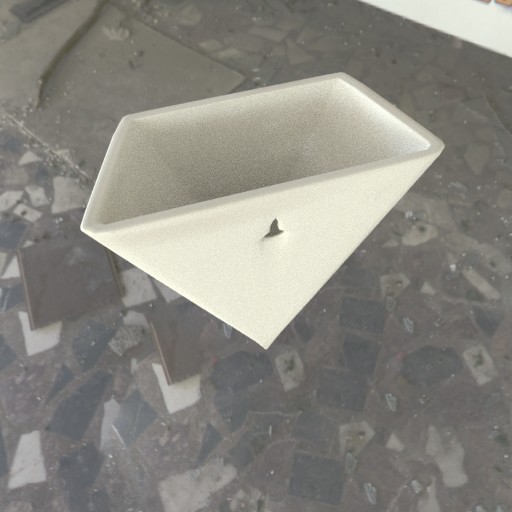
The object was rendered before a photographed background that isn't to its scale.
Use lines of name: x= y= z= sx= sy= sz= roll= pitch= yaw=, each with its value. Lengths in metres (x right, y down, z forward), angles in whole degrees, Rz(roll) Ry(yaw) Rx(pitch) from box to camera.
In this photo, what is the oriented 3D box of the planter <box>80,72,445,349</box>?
planter: x=0.000 y=0.000 z=0.271 sx=0.150 sy=0.197 sz=0.060 roll=-14 pitch=61 yaw=-8
